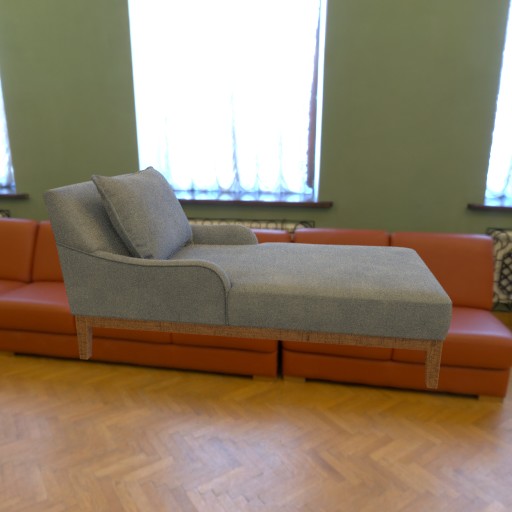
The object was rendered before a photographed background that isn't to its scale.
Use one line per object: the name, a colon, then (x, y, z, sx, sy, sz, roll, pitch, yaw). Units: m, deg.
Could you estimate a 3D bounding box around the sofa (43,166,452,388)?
sofa: (0.000, 0.000, 2.338, 1.779, 0.883, 0.904, 2, 16, 9)
